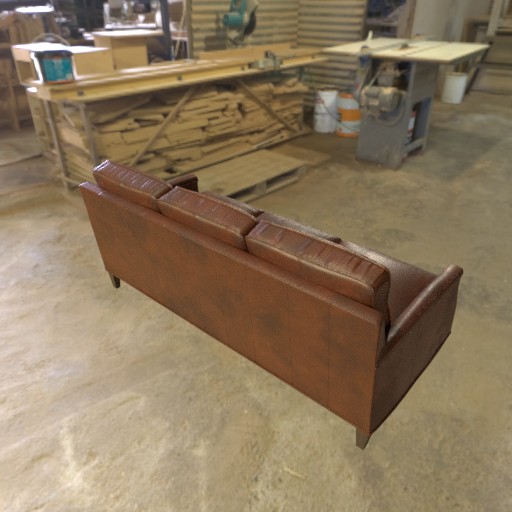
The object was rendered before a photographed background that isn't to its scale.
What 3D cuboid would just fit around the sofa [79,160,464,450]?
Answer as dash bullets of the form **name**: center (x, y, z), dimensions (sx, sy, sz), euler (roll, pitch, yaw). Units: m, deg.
- **sofa**: center (0.000, 0.000, 2.802), dimensions (2.240, 1.003, 1.084), euler (24, 38, 34)
